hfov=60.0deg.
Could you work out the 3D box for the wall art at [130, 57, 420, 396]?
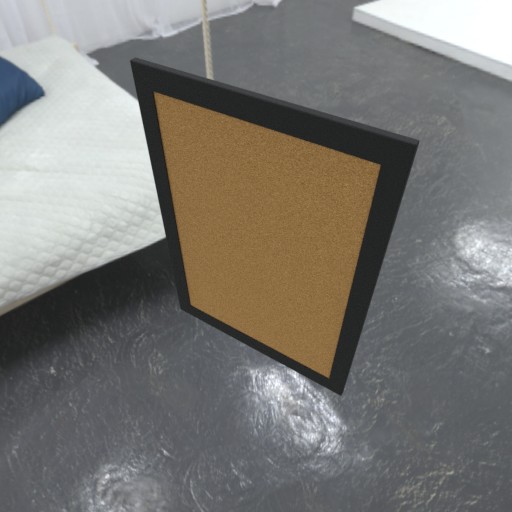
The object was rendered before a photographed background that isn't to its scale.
[{"bbox_3d":[0.000,0.000,0.693,0.374,0.529,0.012,24,51,21],"label":"wall art"}]
